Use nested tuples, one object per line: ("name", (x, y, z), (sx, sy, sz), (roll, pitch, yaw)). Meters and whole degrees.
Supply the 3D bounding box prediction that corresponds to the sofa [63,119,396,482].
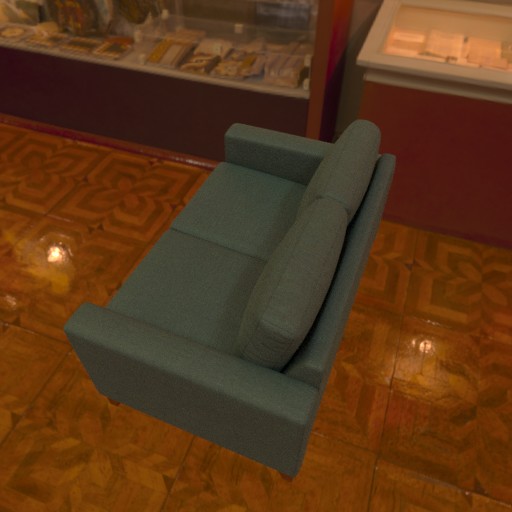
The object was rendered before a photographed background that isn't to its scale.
("sofa", (0.000, 0.000, 2.048), (0.955, 0.903, 1.489), (17, 50, 15))
